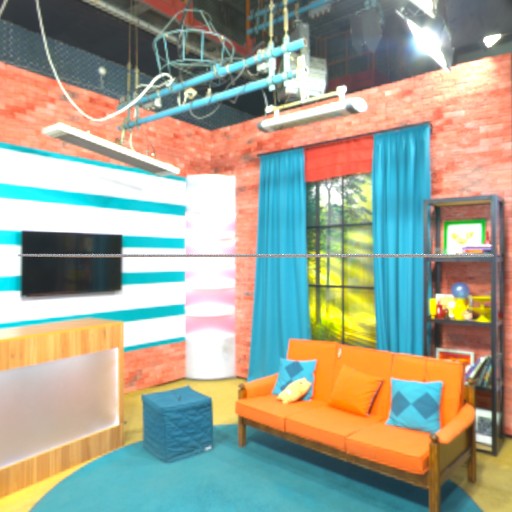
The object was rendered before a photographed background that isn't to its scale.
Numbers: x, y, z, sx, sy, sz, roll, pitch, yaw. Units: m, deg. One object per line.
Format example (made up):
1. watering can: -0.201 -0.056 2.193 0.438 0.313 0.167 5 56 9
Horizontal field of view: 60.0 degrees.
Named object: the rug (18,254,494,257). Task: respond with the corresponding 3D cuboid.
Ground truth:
1. rug: 0.000 0.000 1.970 1.824 0.009 0.562 0 -1 0
